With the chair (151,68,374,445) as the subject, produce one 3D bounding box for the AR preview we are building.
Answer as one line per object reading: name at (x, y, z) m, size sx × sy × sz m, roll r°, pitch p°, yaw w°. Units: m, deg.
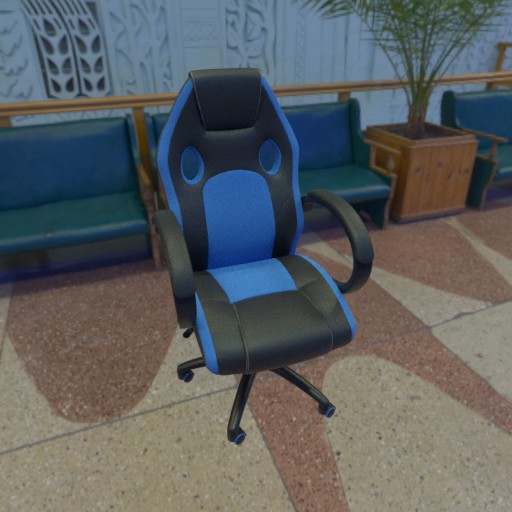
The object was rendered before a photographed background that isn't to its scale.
chair at (0.000, 0.000, 1.598) m, size 0.673 × 1.187 × 0.724 m, roll -10°, pitch 31°, yaw -17°
